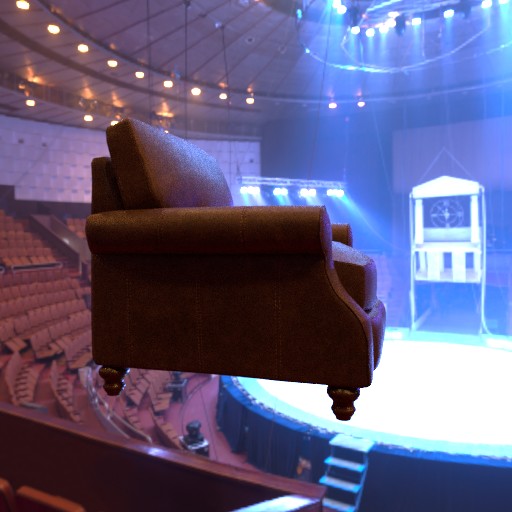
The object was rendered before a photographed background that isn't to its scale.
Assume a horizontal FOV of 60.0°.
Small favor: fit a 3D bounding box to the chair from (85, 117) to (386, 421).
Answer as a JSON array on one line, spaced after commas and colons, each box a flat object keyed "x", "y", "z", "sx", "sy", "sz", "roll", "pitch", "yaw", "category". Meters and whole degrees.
[{"x": 0.000, "y": 0.000, "z": 1.783, "sx": 1.002, "sy": 0.976, "sz": 0.996, "roll": 0, "pitch": 0, "yaw": 17, "category": "chair"}]
